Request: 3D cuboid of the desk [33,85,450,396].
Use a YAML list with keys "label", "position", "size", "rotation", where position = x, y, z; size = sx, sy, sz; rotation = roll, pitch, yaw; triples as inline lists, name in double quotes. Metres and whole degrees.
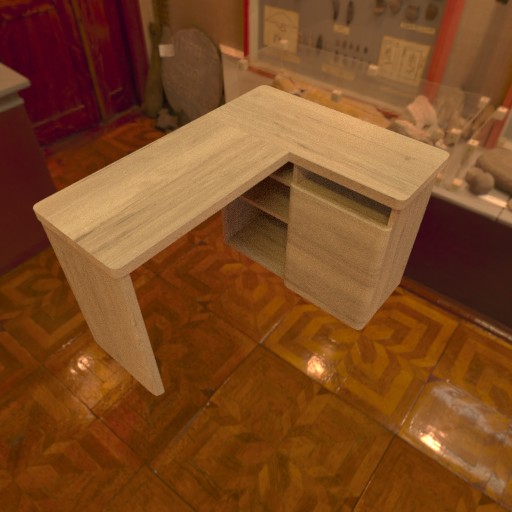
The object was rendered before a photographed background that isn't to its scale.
- label: "desk"
  position: [0.000, 0.000, 1.791]
  size: [0.900, 0.760, 1.169]
  rotation: [31, 53, 27]
